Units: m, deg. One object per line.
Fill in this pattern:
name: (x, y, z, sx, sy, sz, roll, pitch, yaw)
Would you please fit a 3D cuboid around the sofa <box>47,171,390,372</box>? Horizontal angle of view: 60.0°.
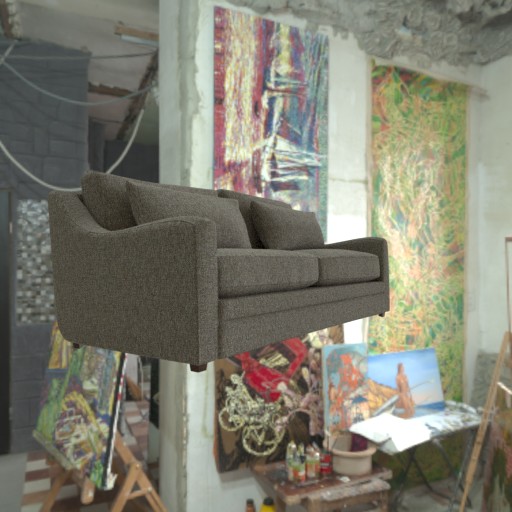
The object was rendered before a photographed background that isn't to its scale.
sofa: (0.000, 0.000, 3.061, 1.103, 0.998, 2.418, 0, 0, 35)
